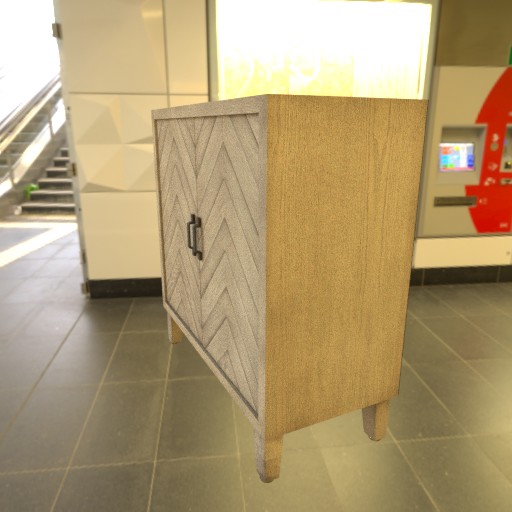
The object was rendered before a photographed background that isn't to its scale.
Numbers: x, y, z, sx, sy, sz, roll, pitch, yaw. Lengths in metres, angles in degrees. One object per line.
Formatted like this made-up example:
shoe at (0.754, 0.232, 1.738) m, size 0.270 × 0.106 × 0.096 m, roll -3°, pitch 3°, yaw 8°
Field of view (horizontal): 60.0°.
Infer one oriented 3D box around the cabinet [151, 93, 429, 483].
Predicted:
cabinet at (0.000, 0.000, 1.227) m, size 0.370 × 0.787 × 0.781 m, roll -8°, pitch 18°, yaw -25°
